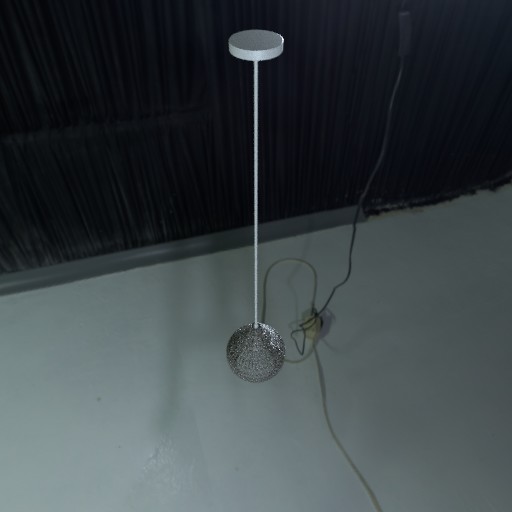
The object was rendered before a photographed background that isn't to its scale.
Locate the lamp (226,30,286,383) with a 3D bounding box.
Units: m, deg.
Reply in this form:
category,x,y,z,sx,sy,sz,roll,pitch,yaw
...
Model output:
category,x,y,z,sx,sy,sz,roll,pitch,yaw
lamp,0.000,0.000,2.052,0.355,1.919,0.355,-15,48,-14
